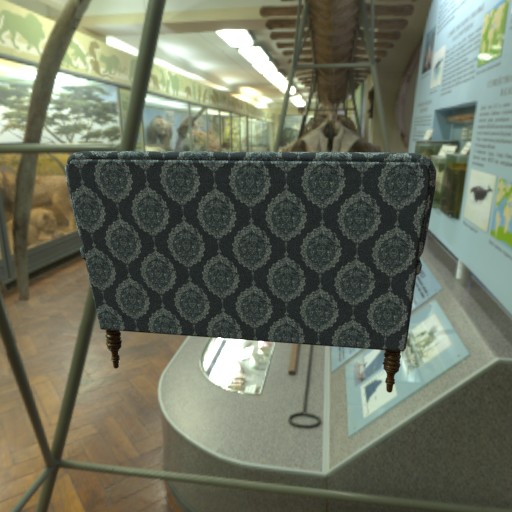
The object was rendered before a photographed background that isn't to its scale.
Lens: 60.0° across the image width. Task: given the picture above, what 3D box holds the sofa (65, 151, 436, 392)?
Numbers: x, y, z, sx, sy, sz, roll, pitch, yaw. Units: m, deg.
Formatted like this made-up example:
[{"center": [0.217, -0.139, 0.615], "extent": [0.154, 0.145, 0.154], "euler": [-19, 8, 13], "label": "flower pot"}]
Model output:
[{"center": [0.000, 0.000, 1.842], "extent": [1.297, 0.867, 0.779], "euler": [2, 15, 9], "label": "sofa"}]
